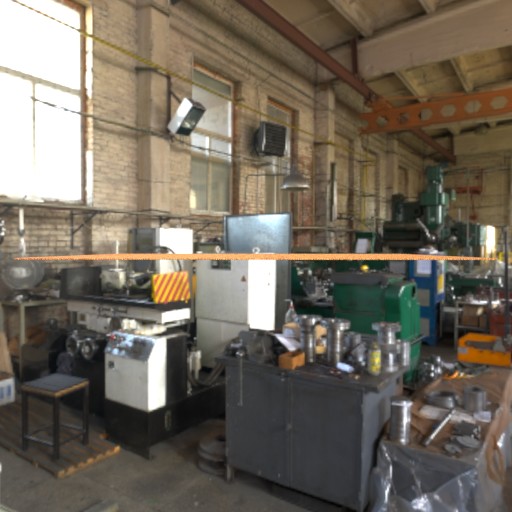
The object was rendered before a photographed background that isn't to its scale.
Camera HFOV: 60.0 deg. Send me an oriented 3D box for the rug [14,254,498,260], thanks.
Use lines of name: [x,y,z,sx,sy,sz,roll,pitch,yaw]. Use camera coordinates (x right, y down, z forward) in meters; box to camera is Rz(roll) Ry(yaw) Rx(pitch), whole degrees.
rug: [0.000,0.000,2.168,1.747,0.006,1.143,0,1,2]
